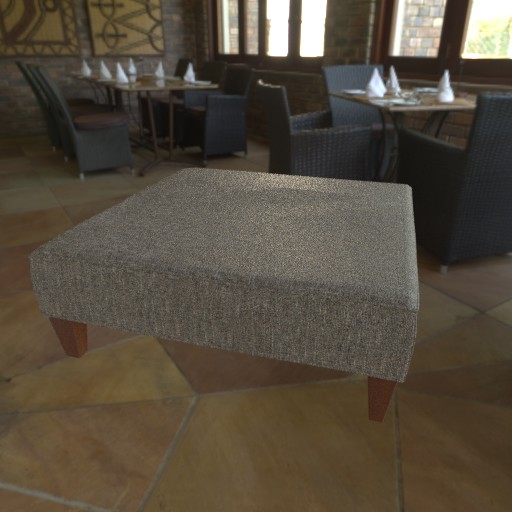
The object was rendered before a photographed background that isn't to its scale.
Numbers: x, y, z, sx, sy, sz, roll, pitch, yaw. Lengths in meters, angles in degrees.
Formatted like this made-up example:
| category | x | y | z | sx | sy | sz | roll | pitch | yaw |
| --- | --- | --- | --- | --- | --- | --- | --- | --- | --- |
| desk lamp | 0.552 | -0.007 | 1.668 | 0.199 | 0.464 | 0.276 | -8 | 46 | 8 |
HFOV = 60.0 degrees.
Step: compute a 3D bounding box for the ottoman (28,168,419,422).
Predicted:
| category | x | y | z | sx | sy | sz | roll | pitch | yaw |
| --- | --- | --- | --- | --- | --- | --- | --- | --- | --- |
| ottoman | 0.000 | 0.000 | 1.526 | 1.016 | 0.379 | 0.981 | 7 | 26 | 15 |
